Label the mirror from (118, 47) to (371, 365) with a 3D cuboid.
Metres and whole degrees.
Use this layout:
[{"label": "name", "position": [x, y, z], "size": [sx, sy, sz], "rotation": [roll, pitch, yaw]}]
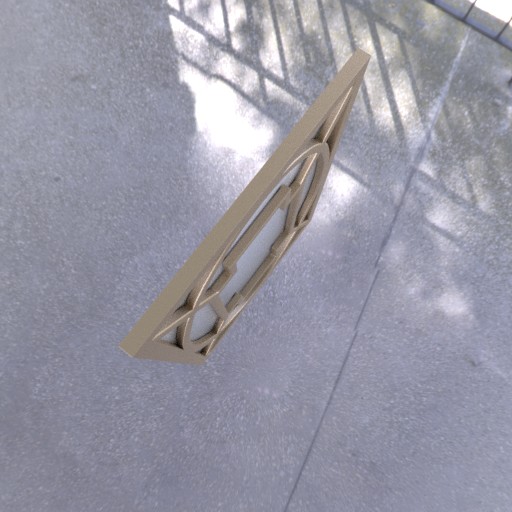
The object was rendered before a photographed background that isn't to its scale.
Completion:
[{"label": "mirror", "position": [0.000, 0.000, 1.332], "size": [0.032, 1.023, 0.756], "rotation": [36, 78, 9]}]
